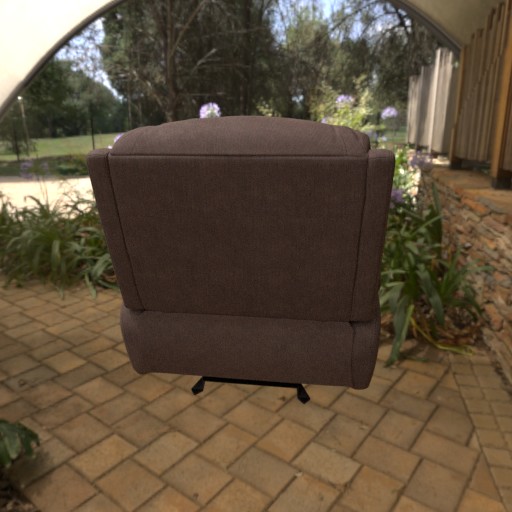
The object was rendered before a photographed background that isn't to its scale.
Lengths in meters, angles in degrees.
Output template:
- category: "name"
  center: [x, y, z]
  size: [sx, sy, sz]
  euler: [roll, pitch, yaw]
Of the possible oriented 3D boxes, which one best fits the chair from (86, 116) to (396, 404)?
- category: "chair"
  center: [0.000, 0.000, 1.727]
  size: [0.930, 1.011, 0.899]
  euler: [2, 15, 8]
